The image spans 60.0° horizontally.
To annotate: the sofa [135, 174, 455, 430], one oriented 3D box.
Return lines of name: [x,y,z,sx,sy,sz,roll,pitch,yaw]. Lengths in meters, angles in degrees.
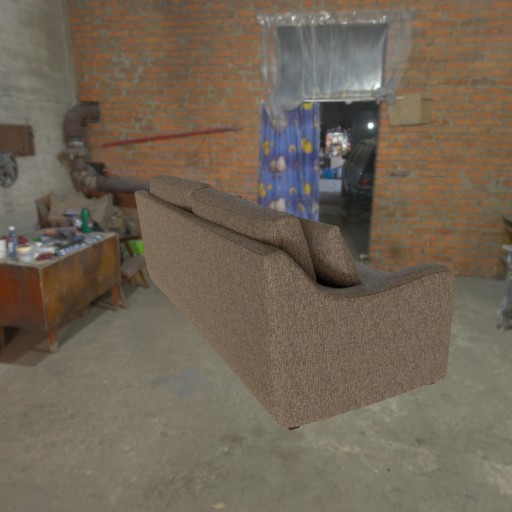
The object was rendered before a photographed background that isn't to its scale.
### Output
sofa: [0.000,0.000,2.994,1.103,0.998,2.418,-7,16,-25]
